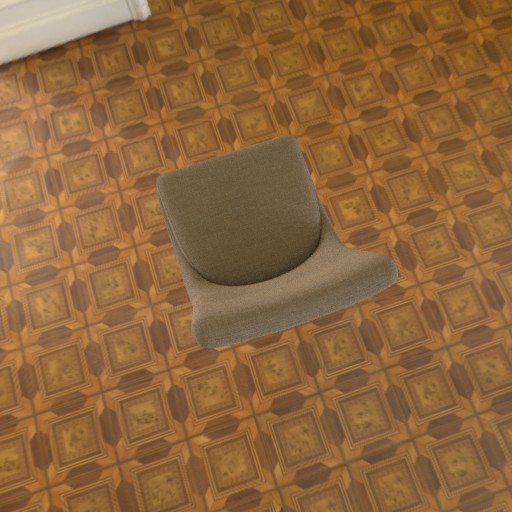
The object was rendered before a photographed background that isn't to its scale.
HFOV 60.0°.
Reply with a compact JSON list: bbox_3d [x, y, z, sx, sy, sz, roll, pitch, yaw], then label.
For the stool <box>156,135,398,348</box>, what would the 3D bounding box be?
[{"bbox_3d":[0.000,0.000,1.412,0.470,1.078,0.577,-18,75,-5],"label":"stool"}]
